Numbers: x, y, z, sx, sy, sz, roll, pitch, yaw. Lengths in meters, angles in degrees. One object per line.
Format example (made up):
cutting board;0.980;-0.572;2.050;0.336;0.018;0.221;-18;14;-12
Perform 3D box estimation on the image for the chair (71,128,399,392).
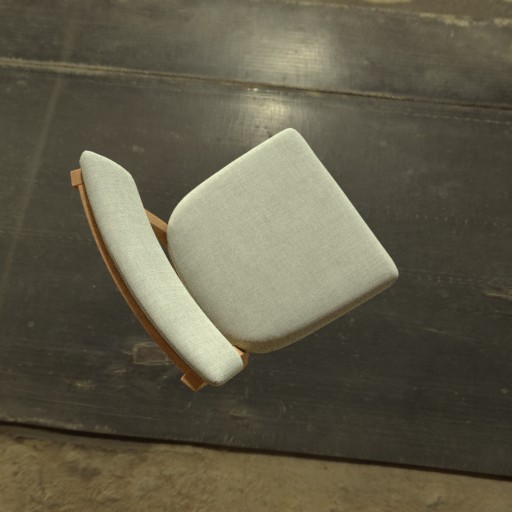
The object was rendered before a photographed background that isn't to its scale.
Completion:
chair;0.000;0.000;1.174;0.572;0.832;0.508;-31;77;-8
